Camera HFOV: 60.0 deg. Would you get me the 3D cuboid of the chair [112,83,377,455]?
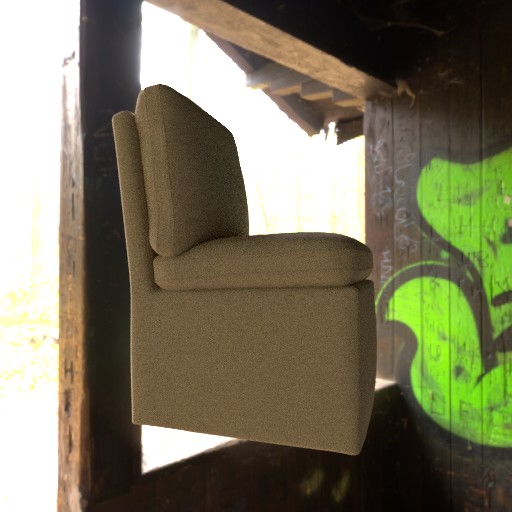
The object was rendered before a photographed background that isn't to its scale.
[{"bbox_3d":[0.000,0.000,1.337,0.698,0.927,0.503,0,-1,19],"label":"chair"}]
